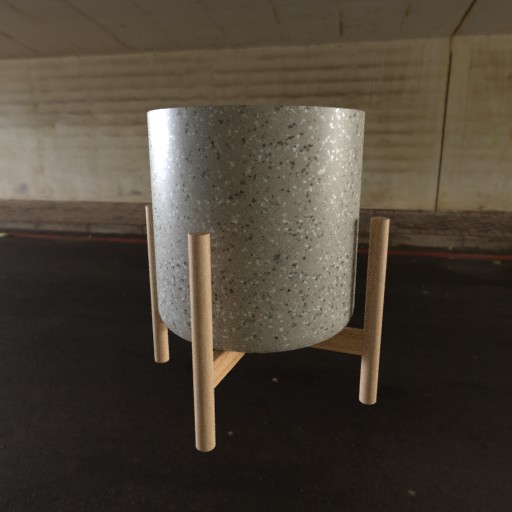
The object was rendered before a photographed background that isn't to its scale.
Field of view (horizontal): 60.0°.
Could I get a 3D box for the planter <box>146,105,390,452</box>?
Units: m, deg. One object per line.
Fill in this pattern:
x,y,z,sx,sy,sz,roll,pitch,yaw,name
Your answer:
0.000,0.000,0.685,0.360,0.419,0.360,13,19,42,planter
